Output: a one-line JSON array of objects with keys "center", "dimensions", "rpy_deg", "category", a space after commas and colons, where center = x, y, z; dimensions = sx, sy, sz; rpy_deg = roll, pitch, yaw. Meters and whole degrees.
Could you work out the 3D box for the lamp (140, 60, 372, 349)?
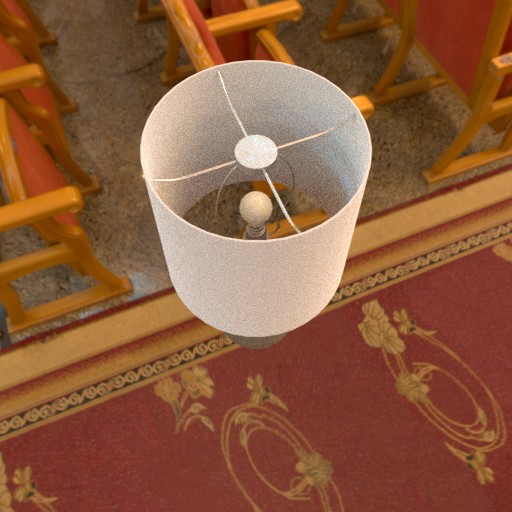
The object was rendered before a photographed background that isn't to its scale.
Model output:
[{"center": [0.000, 0.000, 0.480], "dimensions": [0.186, 0.369, 0.186], "rpy_deg": [0, 64, 0], "category": "lamp"}]
